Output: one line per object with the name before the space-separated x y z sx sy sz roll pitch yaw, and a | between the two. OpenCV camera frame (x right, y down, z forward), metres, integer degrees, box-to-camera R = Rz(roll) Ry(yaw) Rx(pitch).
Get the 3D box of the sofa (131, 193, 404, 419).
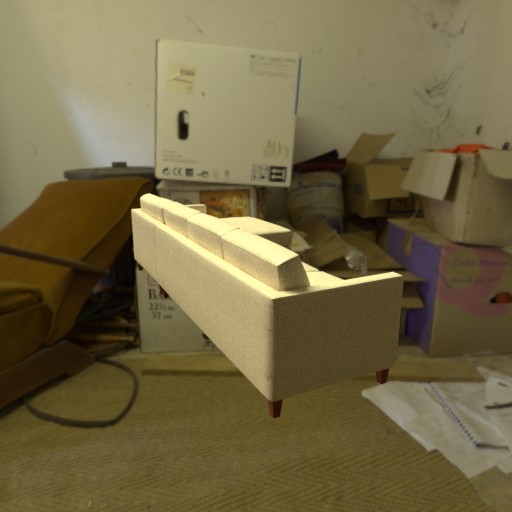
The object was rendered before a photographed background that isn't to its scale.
sofa | 0.000 0.000 4.196 1.603 0.954 3.471 -7 16 -26
